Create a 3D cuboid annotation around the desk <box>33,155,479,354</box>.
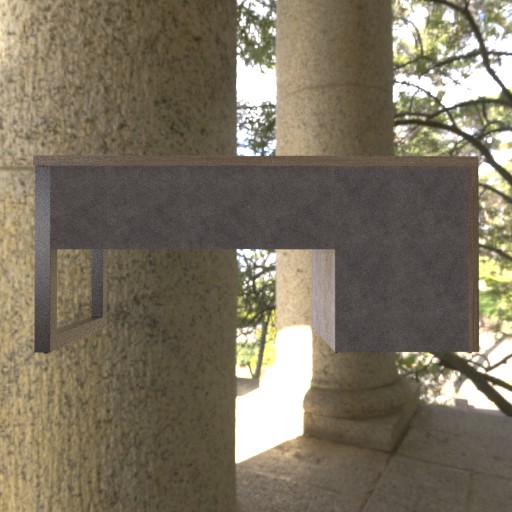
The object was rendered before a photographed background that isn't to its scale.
[{"bbox_3d":[0.000,0.000,2.033,1.700,0.760,0.690,0,0,0],"label":"desk"}]
